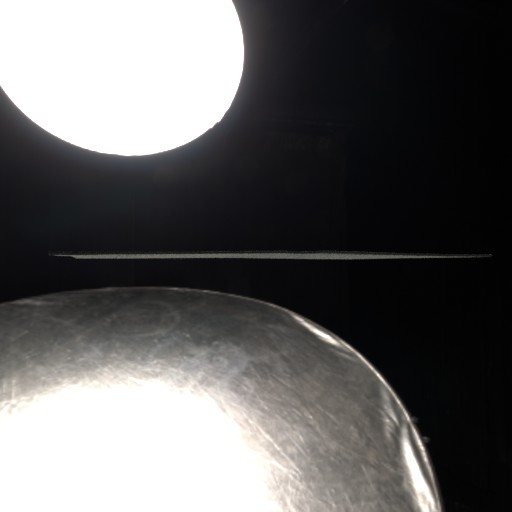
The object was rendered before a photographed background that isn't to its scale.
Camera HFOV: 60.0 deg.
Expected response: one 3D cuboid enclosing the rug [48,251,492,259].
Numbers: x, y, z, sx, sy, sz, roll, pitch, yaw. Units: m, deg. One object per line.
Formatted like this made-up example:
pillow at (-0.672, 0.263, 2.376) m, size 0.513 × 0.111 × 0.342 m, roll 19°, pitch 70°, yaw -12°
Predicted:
rug at (0.000, 0.000, 5.123) m, size 4.078 × 0.052 × 2.802 m, roll 0°, pitch -1°, yaw -18°
